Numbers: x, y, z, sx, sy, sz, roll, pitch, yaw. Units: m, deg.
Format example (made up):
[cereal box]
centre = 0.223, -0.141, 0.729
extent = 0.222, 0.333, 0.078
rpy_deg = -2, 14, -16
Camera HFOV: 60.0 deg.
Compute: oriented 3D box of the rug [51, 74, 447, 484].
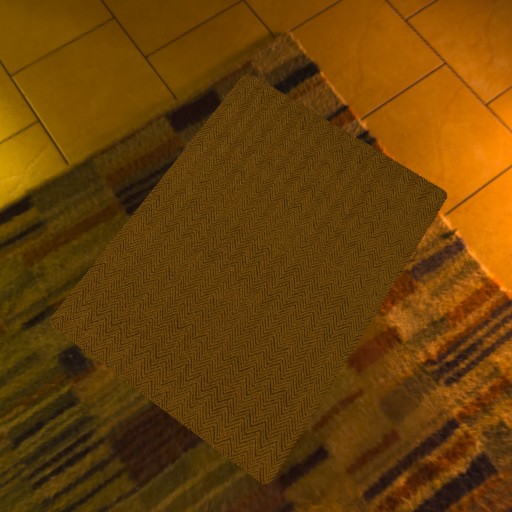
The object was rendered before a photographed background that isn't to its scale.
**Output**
[rug]
centre = 0.000, 0.000, 4.219
extent = 2.439, 0.014, 3.207
rpy_deg = 34, 78, 8
